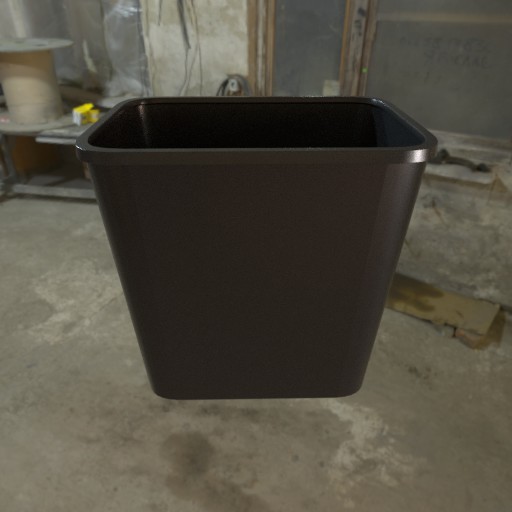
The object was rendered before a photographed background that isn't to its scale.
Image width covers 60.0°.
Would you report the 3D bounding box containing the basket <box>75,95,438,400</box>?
[{"bbox_3d":[0.000,0.000,0.502,0.300,0.307,0.211,-1,31,-1],"label":"basket"}]
